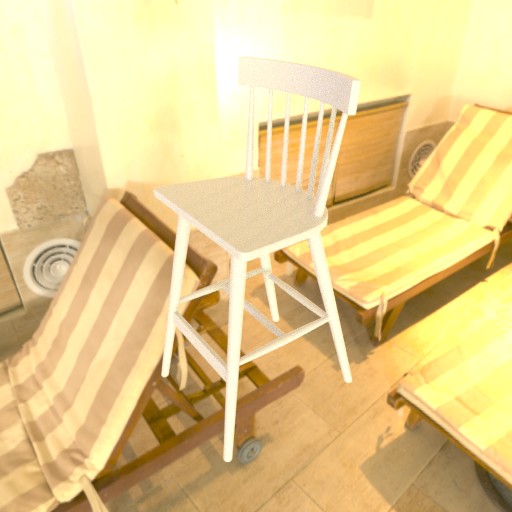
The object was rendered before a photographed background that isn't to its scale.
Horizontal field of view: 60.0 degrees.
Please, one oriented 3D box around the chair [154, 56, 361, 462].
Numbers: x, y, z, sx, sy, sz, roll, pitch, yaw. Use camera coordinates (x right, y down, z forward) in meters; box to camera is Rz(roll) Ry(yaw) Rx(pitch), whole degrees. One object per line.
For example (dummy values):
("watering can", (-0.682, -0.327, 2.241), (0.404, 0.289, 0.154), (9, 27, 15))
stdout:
("chair", (0.000, 0.000, 1.400), (0.572, 1.092, 0.483), (-21, 38, -30))
